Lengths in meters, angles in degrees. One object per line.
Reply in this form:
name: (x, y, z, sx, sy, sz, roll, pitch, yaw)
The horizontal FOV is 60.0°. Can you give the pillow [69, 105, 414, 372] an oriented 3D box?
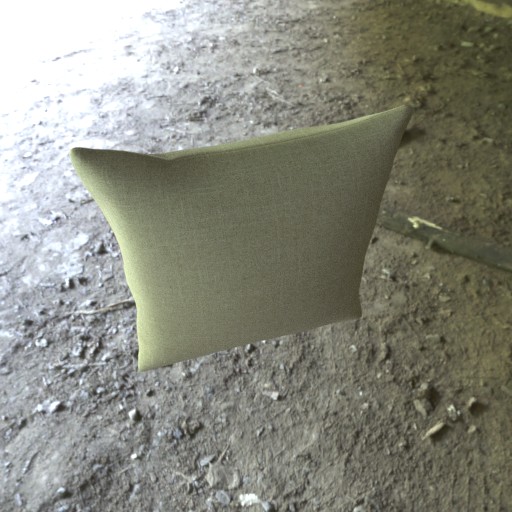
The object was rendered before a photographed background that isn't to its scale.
pillow: (0.000, 0.000, 0.641, 0.414, 0.399, 0.173, -11, 42, -13)
